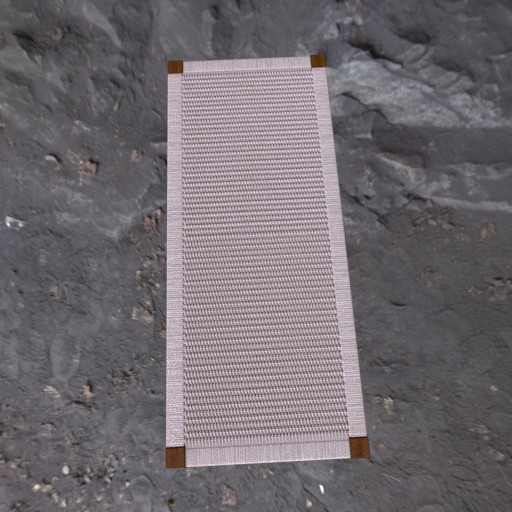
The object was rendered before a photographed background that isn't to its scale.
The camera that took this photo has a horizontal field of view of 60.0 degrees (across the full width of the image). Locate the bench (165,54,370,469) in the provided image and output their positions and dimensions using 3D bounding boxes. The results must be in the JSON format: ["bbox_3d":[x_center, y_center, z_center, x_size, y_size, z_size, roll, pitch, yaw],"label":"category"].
[{"bbox_3d":[0.000,0.000,1.477,0.507,0.457,1.198,-3,74,-1],"label":"bench"}]
